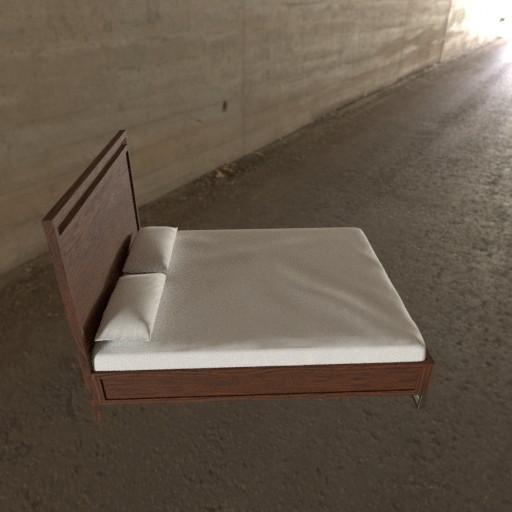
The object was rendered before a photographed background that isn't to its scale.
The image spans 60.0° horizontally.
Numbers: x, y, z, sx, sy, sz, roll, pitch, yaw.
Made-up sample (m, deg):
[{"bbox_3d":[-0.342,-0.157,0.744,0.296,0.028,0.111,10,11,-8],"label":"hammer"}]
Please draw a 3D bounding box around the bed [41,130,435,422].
[{"bbox_3d":[0.000,0.000,3.385,2.218,1.487,1.765,-1,30,-2],"label":"bed"}]
